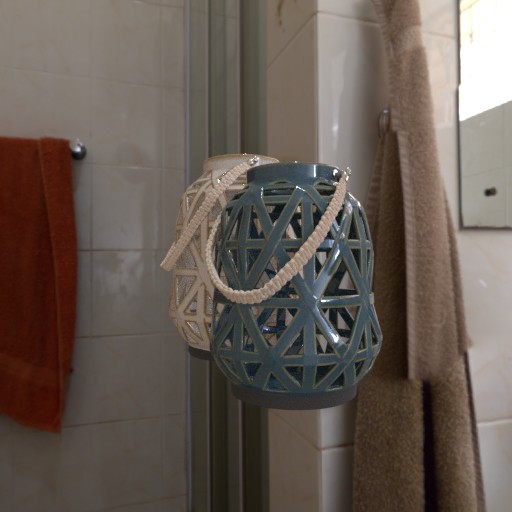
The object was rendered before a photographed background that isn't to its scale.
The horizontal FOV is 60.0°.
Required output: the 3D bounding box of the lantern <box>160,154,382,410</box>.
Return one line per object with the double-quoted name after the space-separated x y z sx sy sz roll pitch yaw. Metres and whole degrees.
0.000 0.000 0.622 0.245 0.307 0.439 0 -1 -17 "lantern"
